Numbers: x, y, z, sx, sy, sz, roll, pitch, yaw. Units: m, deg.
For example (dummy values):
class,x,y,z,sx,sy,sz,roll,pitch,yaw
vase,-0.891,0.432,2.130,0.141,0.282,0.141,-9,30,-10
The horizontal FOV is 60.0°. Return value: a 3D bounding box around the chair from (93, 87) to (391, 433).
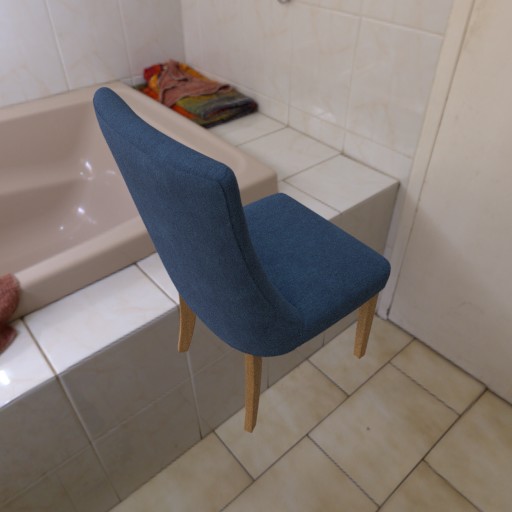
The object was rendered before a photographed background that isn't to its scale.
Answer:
class,x,y,z,sx,sy,sz,roll,pitch,yaw
chair,0.000,0.000,1.210,0.609,0.902,0.495,-27,47,-28
